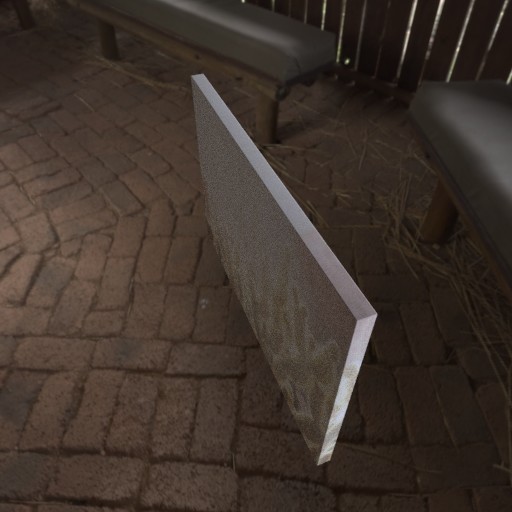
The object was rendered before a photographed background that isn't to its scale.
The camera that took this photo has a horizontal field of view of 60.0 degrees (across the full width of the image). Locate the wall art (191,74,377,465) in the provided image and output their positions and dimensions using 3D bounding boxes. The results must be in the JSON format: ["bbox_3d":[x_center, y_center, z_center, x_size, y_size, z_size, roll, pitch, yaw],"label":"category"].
[{"bbox_3d":[0.000,0.000,1.186,0.040,0.608,0.916,-16,48,-15],"label":"wall art"}]
